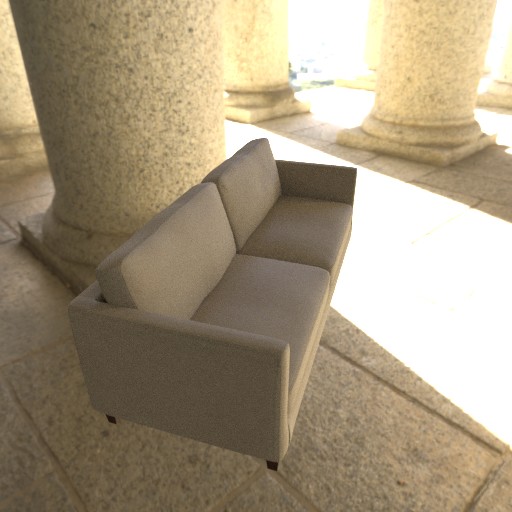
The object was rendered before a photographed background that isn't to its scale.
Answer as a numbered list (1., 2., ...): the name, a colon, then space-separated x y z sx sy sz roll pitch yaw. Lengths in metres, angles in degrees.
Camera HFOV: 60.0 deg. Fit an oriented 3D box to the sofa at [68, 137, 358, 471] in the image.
1. sofa: 0.000 0.000 2.672 0.948 0.932 2.181 9 31 16
